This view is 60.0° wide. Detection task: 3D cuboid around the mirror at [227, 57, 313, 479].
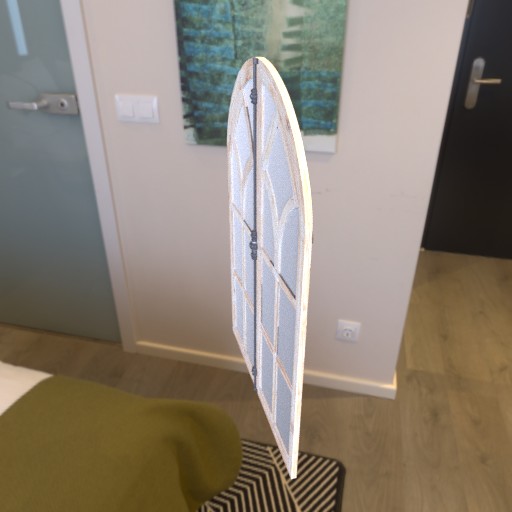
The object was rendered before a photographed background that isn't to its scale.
[{"bbox_3d":[0.000,0.000,1.117,0.032,0.915,0.609,-8,29,-14],"label":"mirror"}]
